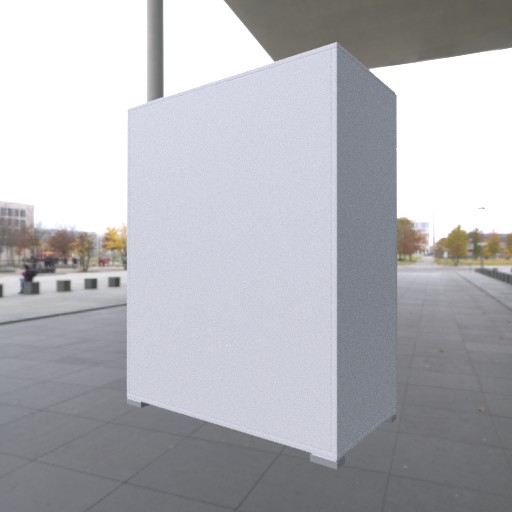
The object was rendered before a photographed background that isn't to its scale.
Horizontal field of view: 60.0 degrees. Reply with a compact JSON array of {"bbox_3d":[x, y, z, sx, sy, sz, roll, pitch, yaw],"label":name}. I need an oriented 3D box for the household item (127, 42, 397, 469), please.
[{"bbox_3d":[0.000,0.000,1.451,0.790,1.010,0.420,0,0,37],"label":"household item"}]
